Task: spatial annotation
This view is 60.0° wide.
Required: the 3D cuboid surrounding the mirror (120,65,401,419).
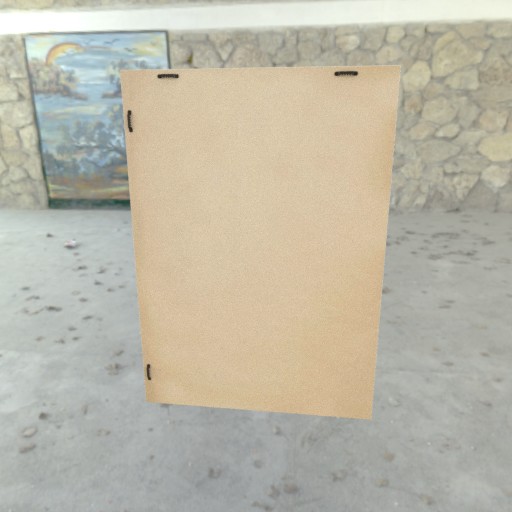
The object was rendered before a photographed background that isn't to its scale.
[{"bbox_3d":[0.000,0.000,0.906,0.507,0.710,0.039,2,16,7],"label":"mirror"}]
